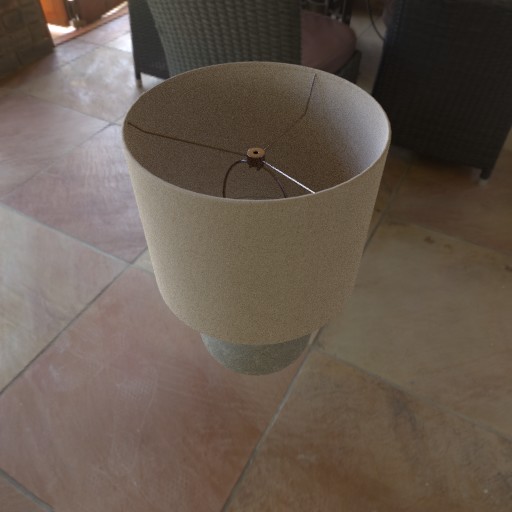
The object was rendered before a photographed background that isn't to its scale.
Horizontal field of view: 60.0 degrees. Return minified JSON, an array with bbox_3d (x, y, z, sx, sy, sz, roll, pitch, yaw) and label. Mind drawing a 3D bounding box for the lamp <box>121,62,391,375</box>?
[{"bbox_3d":[0.000,0.000,0.597,0.269,0.409,0.269,25,51,21],"label":"lamp"}]
